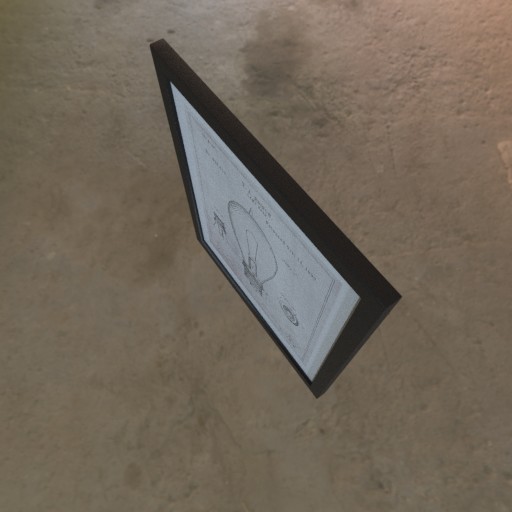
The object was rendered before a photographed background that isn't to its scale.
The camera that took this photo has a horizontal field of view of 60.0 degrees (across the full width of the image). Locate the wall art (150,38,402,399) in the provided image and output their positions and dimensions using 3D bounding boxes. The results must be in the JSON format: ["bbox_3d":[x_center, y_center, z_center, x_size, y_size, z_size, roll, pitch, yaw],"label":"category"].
[{"bbox_3d":[0.000,0.000,0.707,0.021,0.509,0.430,-33,68,-15],"label":"wall art"}]
